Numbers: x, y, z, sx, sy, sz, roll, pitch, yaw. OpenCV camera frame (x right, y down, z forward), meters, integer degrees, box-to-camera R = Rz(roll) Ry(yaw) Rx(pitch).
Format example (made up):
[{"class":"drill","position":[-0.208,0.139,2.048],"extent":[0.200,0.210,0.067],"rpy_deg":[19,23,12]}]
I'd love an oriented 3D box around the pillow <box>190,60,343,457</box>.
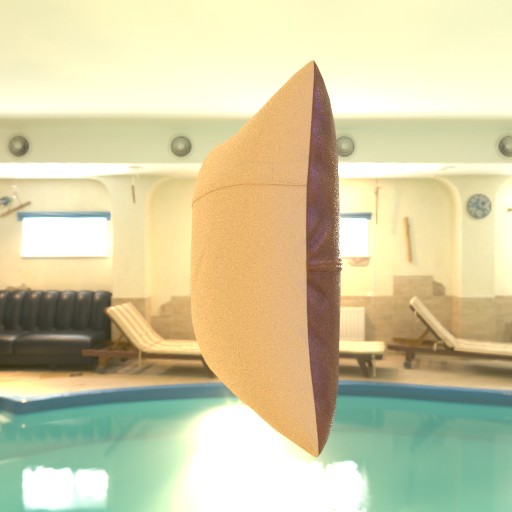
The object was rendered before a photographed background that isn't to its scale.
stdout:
[{"class":"pillow","position":[0.000,0.000,0.732],"extent":[0.192,0.470,0.484],"rpy_deg":[0,0,-19]}]
